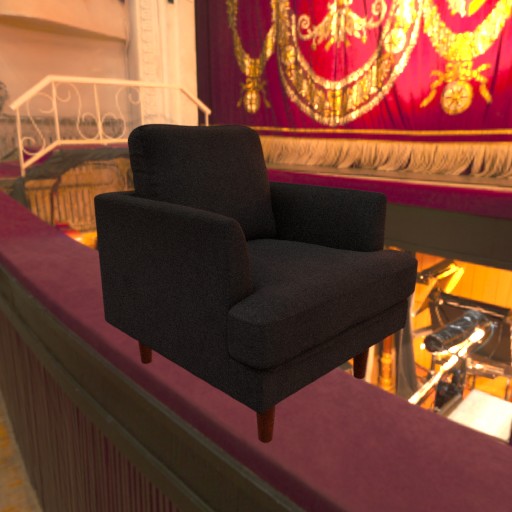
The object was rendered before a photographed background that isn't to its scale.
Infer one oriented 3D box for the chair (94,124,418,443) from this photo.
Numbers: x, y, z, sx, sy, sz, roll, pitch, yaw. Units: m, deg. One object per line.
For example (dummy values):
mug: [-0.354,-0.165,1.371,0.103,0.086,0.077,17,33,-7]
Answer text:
chair: [0.000,0.000,1.655,0.858,0.957,0.899,-14,21,-43]
